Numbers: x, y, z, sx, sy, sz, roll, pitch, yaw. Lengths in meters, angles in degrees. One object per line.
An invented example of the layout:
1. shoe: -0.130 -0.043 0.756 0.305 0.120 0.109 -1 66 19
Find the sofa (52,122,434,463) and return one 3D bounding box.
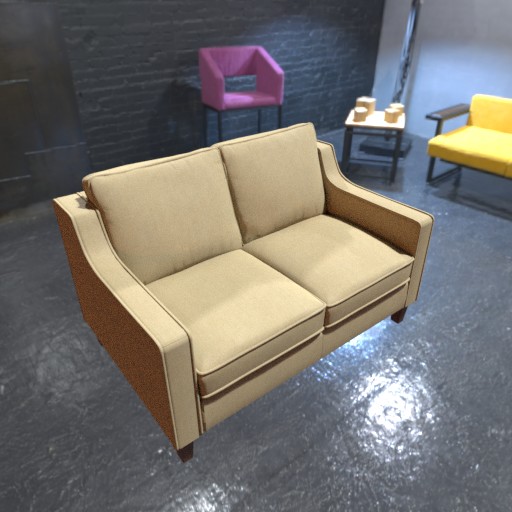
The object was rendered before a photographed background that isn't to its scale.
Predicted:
1. sofa: 0.000 0.000 2.169 1.501 0.971 0.987 -22 38 -32
